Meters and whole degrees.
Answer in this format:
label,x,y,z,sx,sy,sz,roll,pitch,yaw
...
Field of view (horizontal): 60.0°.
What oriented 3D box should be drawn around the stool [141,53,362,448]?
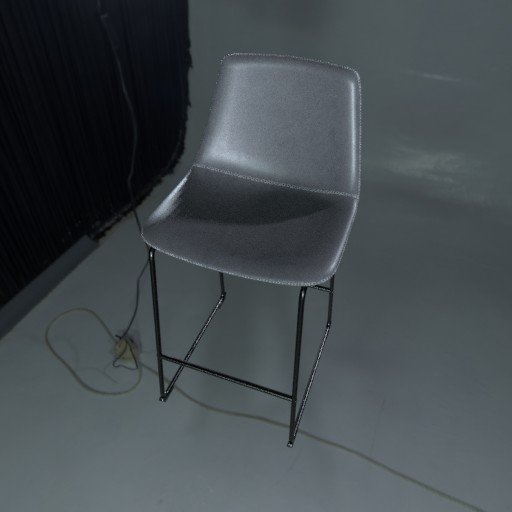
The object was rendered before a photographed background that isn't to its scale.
label,x,y,z,sx,sy,sz,roll,pitch,yaw
stool,0.000,0.000,1.191,0.470,0.876,0.546,14,43,15
